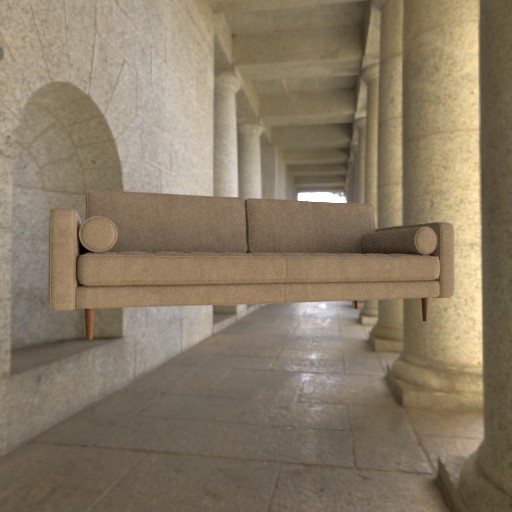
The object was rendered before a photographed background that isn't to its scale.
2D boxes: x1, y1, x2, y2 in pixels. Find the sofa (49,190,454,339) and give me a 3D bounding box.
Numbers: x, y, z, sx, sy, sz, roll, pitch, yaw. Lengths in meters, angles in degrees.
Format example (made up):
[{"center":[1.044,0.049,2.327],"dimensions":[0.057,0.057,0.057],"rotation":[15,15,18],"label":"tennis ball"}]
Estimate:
[{"center":[0.000,0.000,2.659],"dimensions":[2.200,0.770,0.919],"rotation":[0,-1,-19],"label":"sofa"}]
